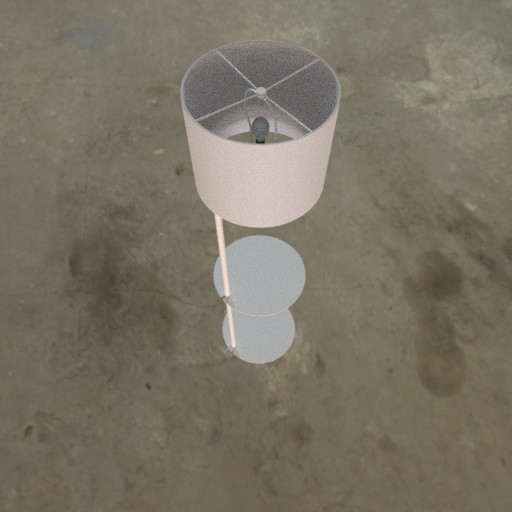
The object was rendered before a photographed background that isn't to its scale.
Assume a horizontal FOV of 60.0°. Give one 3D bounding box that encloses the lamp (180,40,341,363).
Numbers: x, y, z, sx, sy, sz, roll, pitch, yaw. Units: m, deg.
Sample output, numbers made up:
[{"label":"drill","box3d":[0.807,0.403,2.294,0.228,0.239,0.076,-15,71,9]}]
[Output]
[{"label":"lamp","box3d":[0.000,0.000,1.648,0.405,1.465,0.372,-33,64,-19]}]
